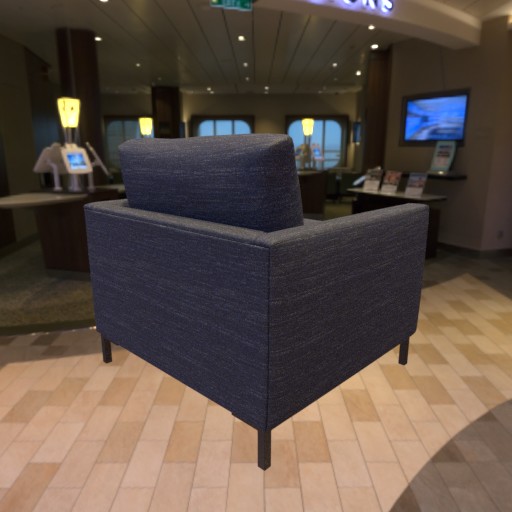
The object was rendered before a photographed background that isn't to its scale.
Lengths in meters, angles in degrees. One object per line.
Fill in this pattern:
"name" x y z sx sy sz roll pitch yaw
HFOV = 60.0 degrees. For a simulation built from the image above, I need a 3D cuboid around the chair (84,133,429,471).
"chair" 0.000 0.000 1.647 0.963 0.861 0.866 13 19 42
